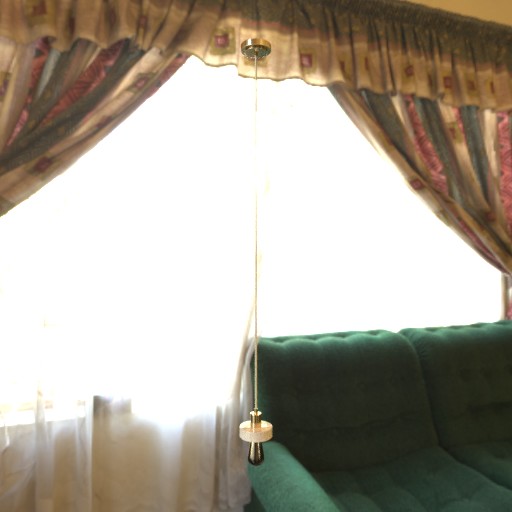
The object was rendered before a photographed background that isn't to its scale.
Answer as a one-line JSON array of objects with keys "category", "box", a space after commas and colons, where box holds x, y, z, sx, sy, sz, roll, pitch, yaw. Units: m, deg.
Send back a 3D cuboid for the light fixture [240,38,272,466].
[{"category": "light fixture", "box": [0.000, 0.000, 1.759, 0.129, 1.669, 0.129, 0, 0, -36]}]
